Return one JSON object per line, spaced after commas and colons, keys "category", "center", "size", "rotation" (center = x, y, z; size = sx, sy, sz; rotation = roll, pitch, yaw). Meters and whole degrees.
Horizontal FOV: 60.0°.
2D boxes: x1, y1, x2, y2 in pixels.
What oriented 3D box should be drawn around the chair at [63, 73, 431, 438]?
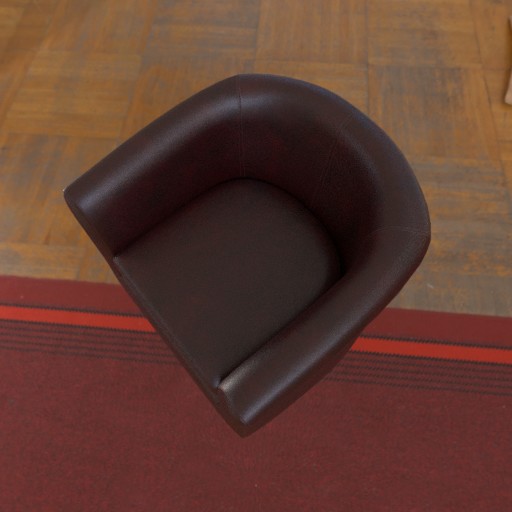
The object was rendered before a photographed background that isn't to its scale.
{"category": "chair", "center": [0.000, 0.000, 1.356], "size": [0.727, 0.756, 0.792], "rotation": [-37, 68, -17]}
